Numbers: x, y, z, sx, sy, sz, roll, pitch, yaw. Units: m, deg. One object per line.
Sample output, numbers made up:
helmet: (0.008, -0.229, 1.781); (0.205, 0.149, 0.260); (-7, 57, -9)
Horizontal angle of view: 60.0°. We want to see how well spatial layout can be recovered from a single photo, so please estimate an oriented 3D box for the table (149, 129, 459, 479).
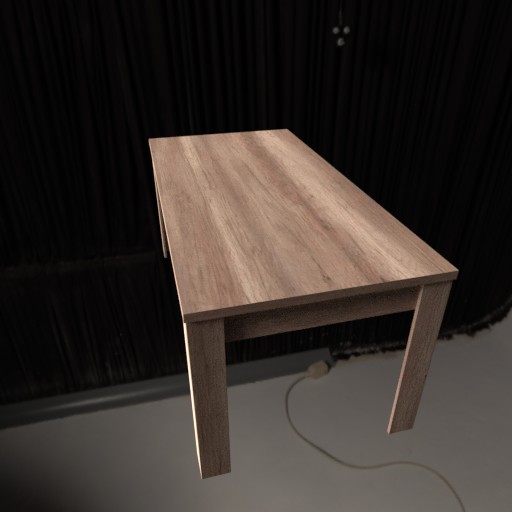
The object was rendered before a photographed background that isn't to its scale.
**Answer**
table: (0.000, 0.000, 2.300); (0.900, 0.790, 1.800); (-8, 32, -13)
